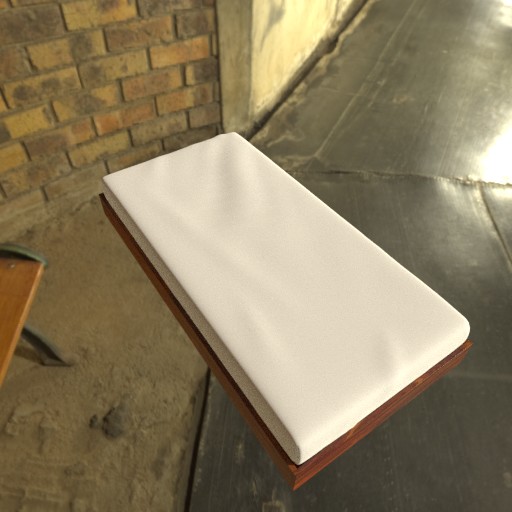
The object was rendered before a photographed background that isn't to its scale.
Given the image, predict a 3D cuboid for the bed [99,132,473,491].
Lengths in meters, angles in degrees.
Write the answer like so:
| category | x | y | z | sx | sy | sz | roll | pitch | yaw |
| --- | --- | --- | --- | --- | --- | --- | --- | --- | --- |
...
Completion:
| category | x | y | z | sx | sy | sz | roll | pitch | yaw |
| --- | --- | --- | --- | --- | --- | --- | --- | --- | --- |
| bed | 0.000 | 0.000 | 2.209 | 0.940 | 0.312 | 1.860 | -26 | 51 | -23 |
